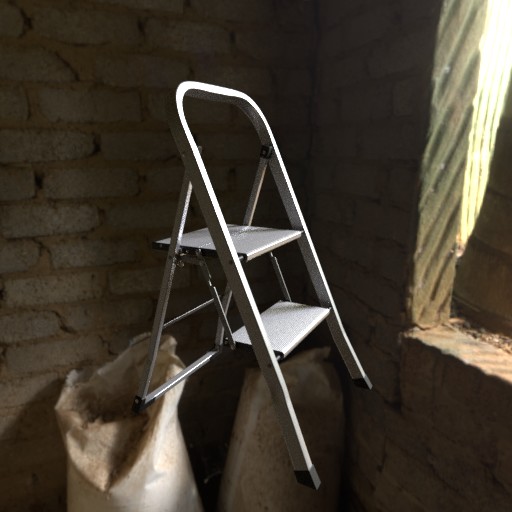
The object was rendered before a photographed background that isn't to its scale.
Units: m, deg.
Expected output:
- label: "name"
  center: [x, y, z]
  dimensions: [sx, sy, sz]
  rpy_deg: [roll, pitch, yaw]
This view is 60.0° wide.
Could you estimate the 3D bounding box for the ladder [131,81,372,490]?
- label: "ladder"
  center: [0.000, 0.000, 1.130]
  dimensions: [0.530, 0.830, 0.465]
  rpy_deg: [7, 16, 27]
